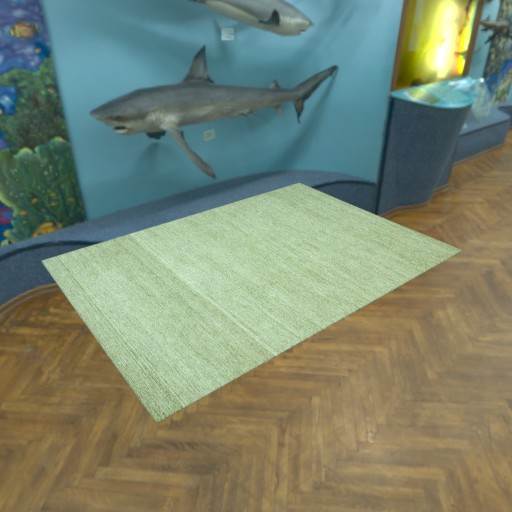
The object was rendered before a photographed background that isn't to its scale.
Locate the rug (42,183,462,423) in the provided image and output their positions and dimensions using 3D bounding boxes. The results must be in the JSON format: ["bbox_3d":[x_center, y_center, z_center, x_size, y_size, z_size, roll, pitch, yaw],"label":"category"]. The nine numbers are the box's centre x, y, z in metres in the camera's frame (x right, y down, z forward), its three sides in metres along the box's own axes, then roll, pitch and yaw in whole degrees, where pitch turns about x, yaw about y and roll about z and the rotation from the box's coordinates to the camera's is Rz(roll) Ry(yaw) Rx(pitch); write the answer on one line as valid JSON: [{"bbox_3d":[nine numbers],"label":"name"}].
[{"bbox_3d":[0.000,0.000,2.923,2.270,0.017,1.606,-22,36,-32],"label":"rug"}]
